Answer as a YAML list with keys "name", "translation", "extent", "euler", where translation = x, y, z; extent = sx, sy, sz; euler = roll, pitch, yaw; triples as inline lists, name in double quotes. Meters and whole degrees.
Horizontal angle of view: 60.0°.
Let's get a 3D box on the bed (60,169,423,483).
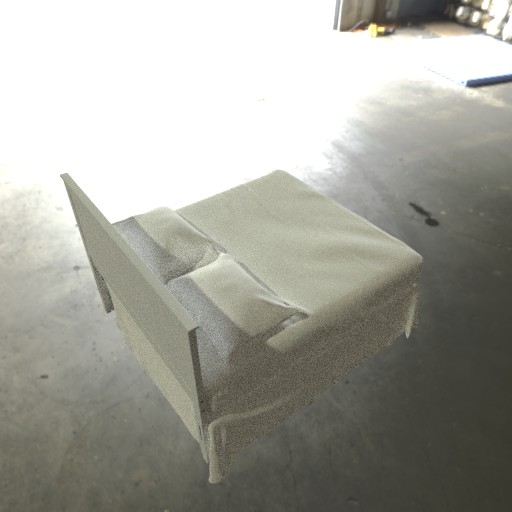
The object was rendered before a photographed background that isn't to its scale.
- name: "bed"
  translation: [0.000, 0.000, 3.238]
  extent: [2.047, 1.269, 1.876]
  euler: [-26, 47, -27]
